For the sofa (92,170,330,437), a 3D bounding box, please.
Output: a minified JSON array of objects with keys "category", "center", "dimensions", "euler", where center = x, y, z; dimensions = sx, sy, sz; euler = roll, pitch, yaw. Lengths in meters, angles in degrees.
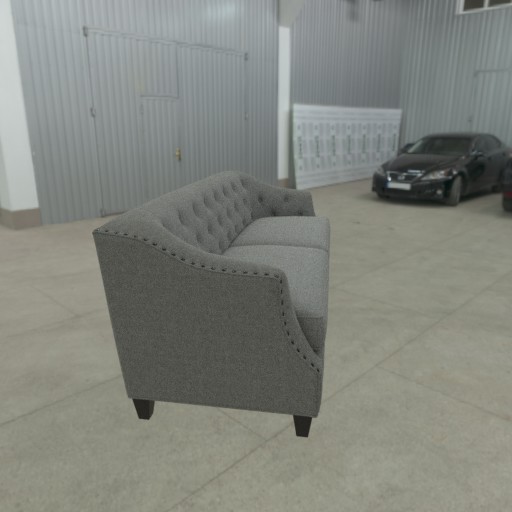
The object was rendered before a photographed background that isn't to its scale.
[{"category":"sofa","center":[0.000,0.000,2.790],"dimensions":[0.914,0.901,2.235],"euler":[3,17,9]}]
